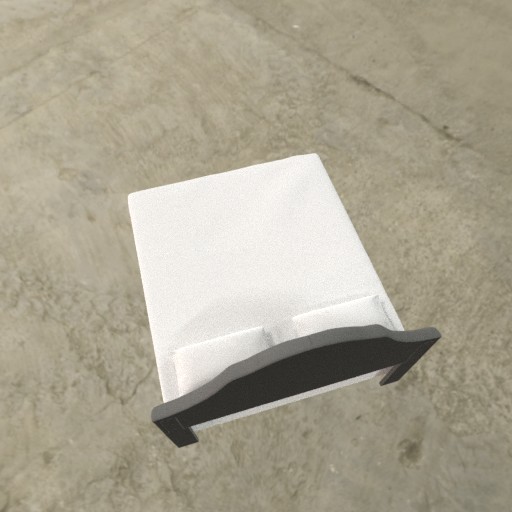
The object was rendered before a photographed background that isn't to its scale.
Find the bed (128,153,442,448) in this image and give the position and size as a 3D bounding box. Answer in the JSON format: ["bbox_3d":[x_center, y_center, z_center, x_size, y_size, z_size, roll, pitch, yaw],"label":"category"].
[{"bbox_3d":[0.000,0.000,3.596,2.008,1.615,2.214,-14,60,-8],"label":"bed"}]
